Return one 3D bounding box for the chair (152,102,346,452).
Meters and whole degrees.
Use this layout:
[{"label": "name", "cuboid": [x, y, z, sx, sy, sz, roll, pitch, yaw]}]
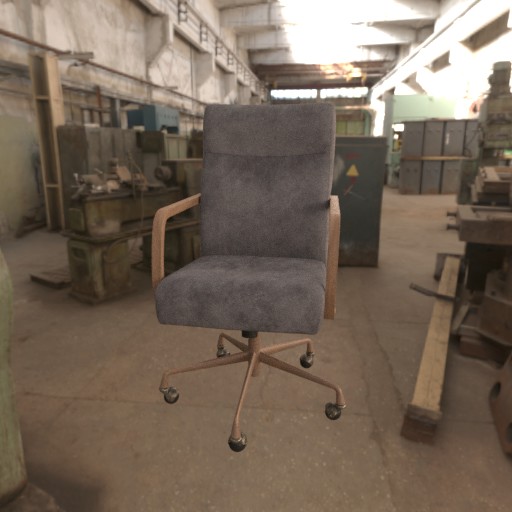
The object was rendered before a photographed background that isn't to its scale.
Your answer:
[{"label": "chair", "cuboid": [0.000, 0.000, 1.507, 0.640, 1.029, 0.741, 2, 15, 9]}]
